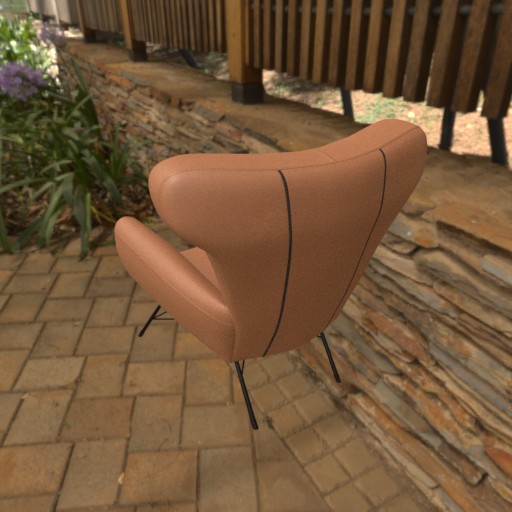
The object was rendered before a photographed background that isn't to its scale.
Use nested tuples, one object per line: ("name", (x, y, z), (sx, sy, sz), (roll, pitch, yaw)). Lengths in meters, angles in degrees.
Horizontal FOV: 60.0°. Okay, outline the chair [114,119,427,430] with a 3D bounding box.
("chair", (0.000, 0.000, 1.758), (0.980, 1.050, 0.900), (-18, 34, -29))
